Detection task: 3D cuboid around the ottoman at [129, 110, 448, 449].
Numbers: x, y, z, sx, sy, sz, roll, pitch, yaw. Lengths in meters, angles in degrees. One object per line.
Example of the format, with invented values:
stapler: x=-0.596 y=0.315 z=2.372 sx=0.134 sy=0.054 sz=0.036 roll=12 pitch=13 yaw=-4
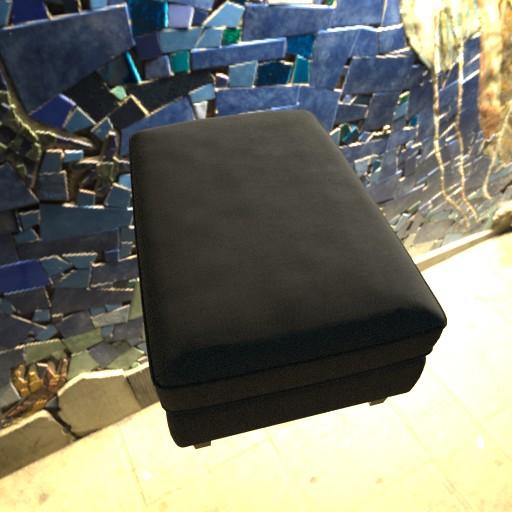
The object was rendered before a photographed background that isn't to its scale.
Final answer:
ottoman: x=0.000 y=0.000 z=1.305 sx=0.636 sy=0.480 sz=0.941 roll=-10 pitch=48 yaw=-9
